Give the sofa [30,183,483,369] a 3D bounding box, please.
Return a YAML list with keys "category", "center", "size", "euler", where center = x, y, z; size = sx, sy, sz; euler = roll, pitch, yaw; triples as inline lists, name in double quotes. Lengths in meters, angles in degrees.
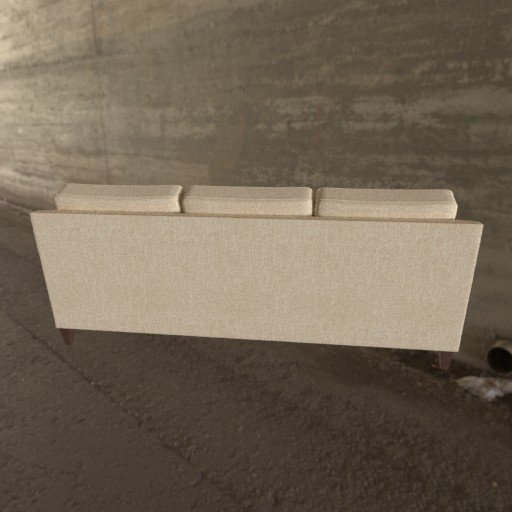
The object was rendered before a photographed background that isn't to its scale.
- category: "sofa"
  center: [0.000, 0.000, 2.719]
  size: [2.210, 0.940, 1.041]
  euler: [2, 16, 7]
